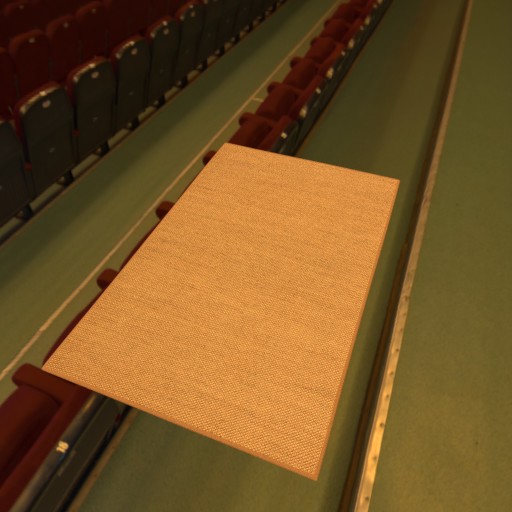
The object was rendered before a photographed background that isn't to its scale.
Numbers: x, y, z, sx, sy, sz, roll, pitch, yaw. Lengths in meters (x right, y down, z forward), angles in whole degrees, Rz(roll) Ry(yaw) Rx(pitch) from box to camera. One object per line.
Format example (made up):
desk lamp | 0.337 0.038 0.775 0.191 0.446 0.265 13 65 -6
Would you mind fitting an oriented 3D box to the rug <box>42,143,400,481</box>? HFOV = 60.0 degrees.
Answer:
rug | 0.000 0.000 2.043 1.061 0.012 1.668 16 48 15
